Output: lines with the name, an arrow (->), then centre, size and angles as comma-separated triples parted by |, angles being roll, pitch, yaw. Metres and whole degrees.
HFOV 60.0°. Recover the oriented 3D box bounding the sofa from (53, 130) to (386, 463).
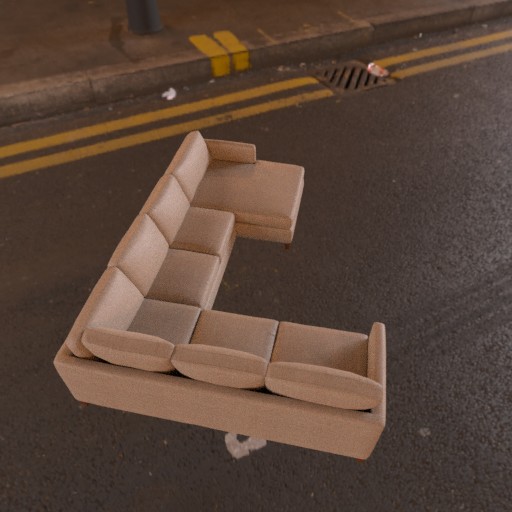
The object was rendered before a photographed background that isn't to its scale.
sofa -> 0.000, 0.000, 4.630 | 2.594, 0.961, 3.460 | 8, 46, 8
